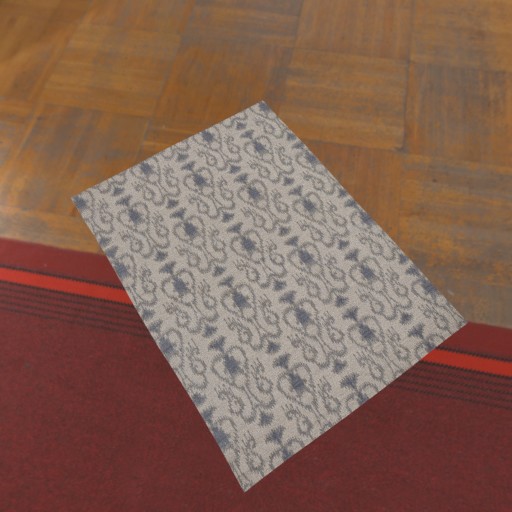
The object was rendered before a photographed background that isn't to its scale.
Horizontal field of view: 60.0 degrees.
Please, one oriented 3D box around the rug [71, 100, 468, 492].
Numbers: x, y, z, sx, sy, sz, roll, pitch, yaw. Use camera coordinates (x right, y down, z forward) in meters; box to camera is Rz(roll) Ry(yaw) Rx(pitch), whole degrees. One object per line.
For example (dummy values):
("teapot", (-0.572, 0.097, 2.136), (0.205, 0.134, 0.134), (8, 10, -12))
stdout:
("rug", (0.000, 0.000, 2.970), (1.676, 0.013, 2.261), (-31, 68, -14))
